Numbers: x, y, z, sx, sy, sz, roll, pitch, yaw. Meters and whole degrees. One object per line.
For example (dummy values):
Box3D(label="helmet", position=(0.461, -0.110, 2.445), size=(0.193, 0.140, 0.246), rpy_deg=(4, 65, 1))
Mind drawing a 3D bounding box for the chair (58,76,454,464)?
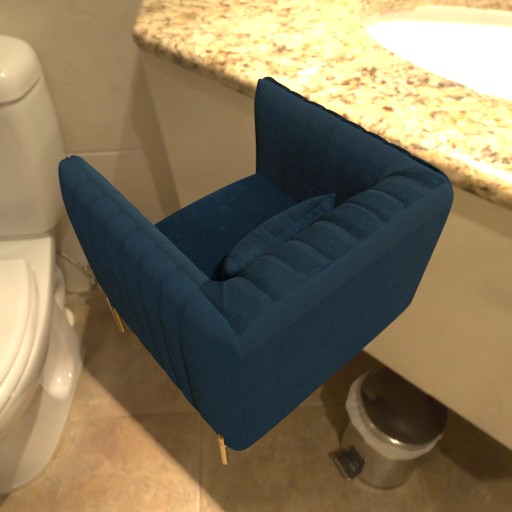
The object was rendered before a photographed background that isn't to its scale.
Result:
Box3D(label="chair", position=(0.000, 0.000, 1.578), size=(0.947, 0.793, 0.877), rpy_deg=(-33, 55, -26))
